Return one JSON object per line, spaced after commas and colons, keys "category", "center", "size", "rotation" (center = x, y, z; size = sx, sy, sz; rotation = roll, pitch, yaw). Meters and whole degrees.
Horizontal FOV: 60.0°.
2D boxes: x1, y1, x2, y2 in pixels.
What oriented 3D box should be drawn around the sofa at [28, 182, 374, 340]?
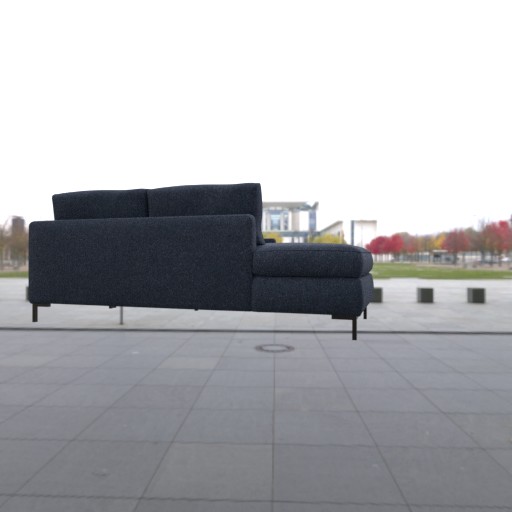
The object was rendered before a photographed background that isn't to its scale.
{"category": "sofa", "center": [0.000, 0.000, 3.772], "size": [2.007, 0.813, 2.956], "rotation": [0, 0, 18]}
